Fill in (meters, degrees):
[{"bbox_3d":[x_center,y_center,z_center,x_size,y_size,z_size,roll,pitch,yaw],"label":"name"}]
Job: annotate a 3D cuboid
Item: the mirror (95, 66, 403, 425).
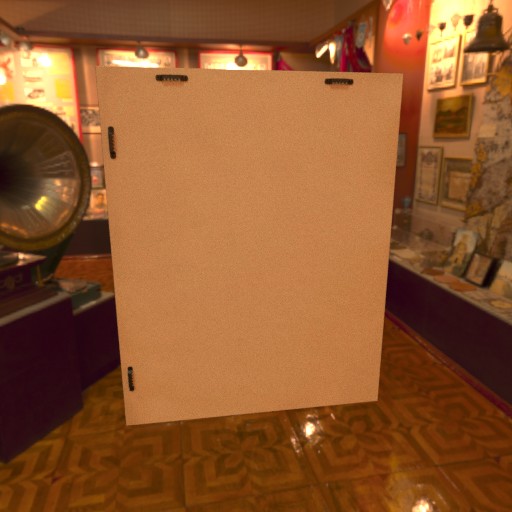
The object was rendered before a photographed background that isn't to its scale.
[{"bbox_3d":[0.000,0.000,0.656,0.406,0.509,0.041,-2,15,-9],"label":"mirror"}]
